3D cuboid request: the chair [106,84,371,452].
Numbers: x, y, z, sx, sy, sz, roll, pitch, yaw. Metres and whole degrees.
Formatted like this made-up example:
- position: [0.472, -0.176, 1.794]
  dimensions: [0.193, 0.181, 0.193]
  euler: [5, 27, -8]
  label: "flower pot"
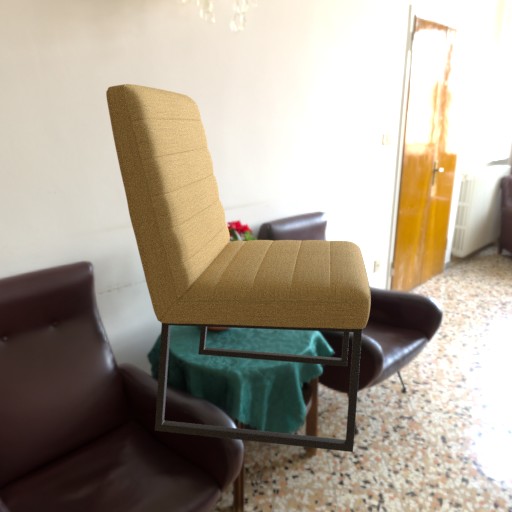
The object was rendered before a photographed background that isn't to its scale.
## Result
- position: [0.000, 0.000, 1.315]
  dimensions: [0.634, 0.930, 0.520]
  euler: [3, 17, 9]
  label: "chair"
